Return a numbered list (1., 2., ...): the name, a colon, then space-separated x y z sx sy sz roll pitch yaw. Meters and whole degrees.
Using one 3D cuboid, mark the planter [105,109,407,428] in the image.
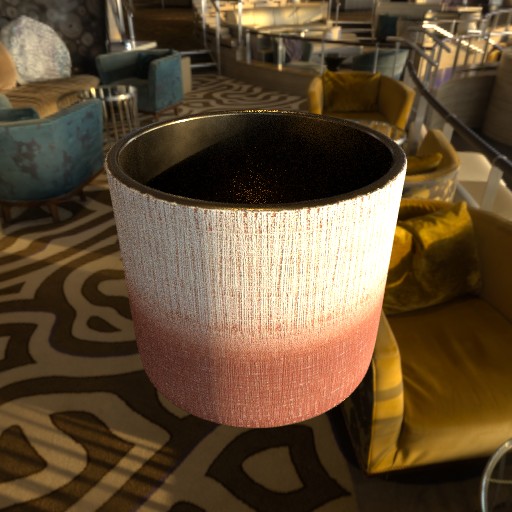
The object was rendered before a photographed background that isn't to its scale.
1. planter: 0.000 0.000 0.308 0.178 0.157 0.178 0 32 0
